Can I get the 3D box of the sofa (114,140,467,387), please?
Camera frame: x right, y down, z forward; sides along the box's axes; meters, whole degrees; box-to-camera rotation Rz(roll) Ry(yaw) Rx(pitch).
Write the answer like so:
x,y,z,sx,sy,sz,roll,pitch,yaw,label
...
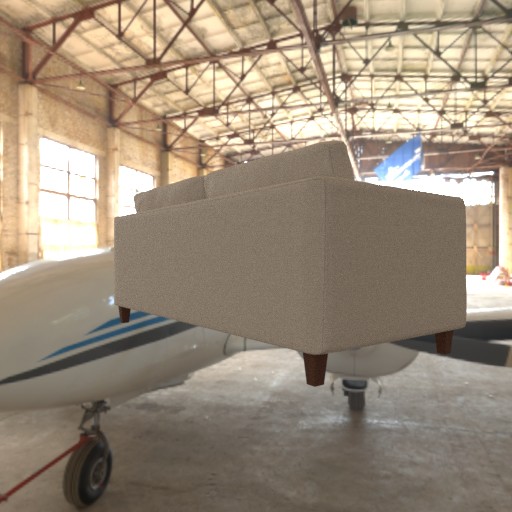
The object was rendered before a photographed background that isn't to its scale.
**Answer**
x,y,z,sx,sy,sz,roll,pitch,yaw,label
0.000,0.000,2.496,0.965,0.889,1.981,0,0,-37,sofa
